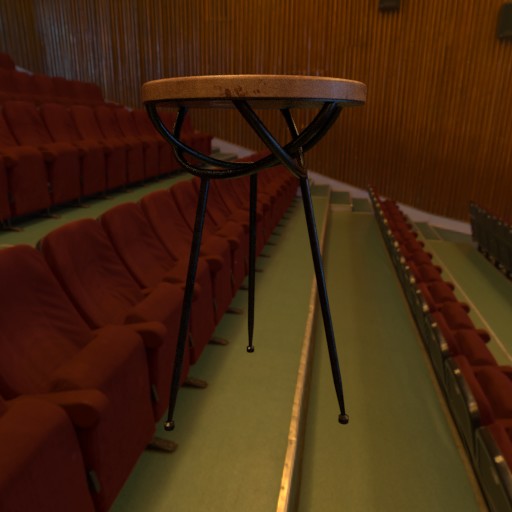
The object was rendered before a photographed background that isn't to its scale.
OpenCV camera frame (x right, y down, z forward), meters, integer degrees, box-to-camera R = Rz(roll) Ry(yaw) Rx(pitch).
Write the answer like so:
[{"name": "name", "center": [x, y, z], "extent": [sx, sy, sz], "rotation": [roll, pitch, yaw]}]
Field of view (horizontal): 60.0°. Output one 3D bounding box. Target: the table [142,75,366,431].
[{"name": "table", "center": [0.000, 0.000, 0.927], "extent": [0.414, 0.664, 0.418], "rotation": [3, 17, 9]}]
